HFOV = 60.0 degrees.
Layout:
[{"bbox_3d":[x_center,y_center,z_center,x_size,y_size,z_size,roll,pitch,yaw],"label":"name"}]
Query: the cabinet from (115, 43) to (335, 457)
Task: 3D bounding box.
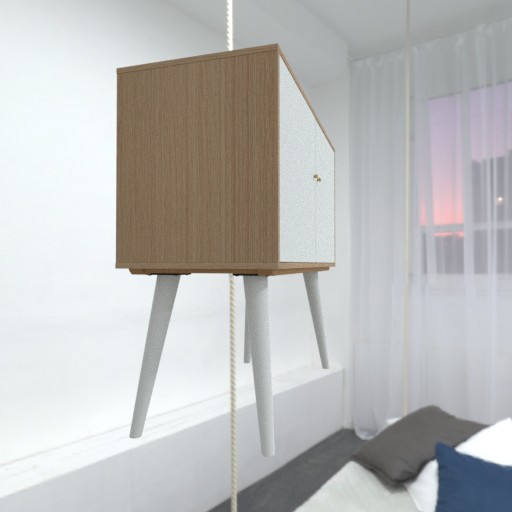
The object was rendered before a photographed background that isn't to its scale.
[{"bbox_3d":[0.000,0.000,1.641,0.470,1.016,1.057,0,-1,18],"label":"cabinet"}]
